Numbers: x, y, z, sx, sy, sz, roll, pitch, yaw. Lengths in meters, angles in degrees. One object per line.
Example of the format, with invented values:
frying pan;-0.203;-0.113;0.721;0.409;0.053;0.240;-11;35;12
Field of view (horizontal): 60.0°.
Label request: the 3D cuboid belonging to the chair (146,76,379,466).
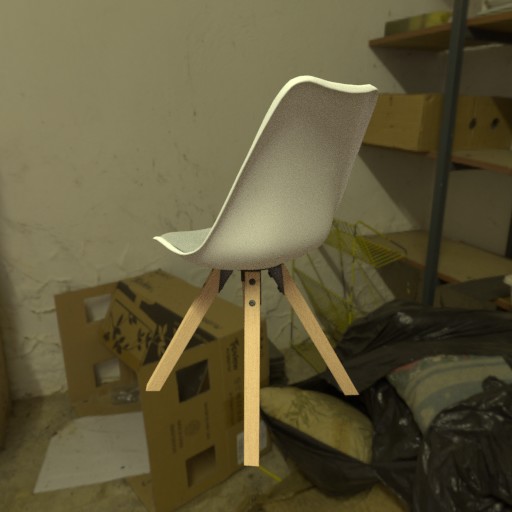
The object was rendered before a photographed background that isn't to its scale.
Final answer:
chair;0.000;0.000;1.199;0.485;0.850;0.550;-15;21;-42
